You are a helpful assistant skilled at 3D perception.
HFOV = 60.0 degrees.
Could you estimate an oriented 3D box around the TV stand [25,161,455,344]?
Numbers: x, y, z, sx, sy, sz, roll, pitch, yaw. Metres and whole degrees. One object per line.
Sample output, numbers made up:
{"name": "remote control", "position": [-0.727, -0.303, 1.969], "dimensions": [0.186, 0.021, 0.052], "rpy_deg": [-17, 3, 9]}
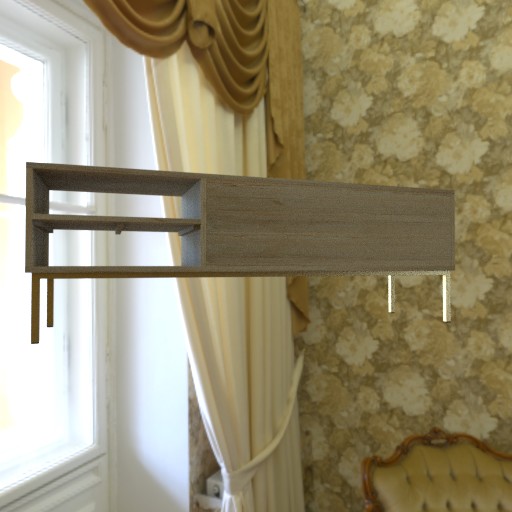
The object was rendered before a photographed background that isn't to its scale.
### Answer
{"name": "TV stand", "position": [0.000, 0.000, 1.780], "dimensions": [1.600, 0.550, 0.420], "rpy_deg": [0, -1, -19]}
